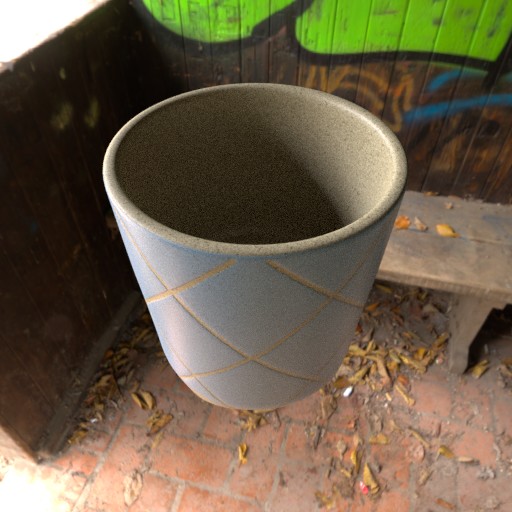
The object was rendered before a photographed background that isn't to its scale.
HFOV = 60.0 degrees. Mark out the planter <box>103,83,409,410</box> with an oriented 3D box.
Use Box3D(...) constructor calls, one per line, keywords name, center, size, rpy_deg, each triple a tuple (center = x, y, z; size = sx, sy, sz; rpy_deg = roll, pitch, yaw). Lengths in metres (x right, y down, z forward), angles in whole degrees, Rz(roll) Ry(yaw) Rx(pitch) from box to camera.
Box3D(name="planter", center=(0.000, 0.000, 0.420), size=(0.227, 0.235, 0.227), rpy_deg=(0, 46, 0))
